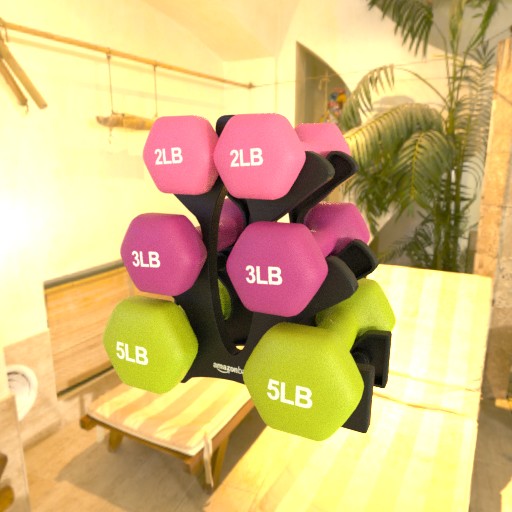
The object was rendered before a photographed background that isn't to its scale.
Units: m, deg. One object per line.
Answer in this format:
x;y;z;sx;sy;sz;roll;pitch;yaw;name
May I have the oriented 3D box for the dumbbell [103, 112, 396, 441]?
0.000;0.000;0.439;0.257;0.261;0.203;7;15;26;dumbbell
